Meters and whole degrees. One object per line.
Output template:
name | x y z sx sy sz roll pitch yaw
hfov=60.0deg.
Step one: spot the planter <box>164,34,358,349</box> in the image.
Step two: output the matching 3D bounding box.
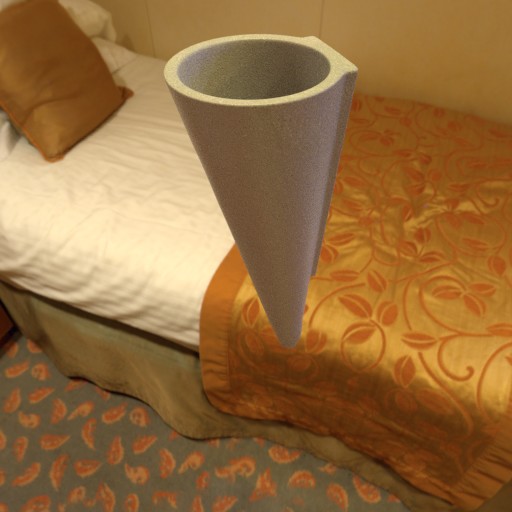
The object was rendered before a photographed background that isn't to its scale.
planter | 0.000 0.000 0.222 0.064 0.191 0.057 -17 48 -16
